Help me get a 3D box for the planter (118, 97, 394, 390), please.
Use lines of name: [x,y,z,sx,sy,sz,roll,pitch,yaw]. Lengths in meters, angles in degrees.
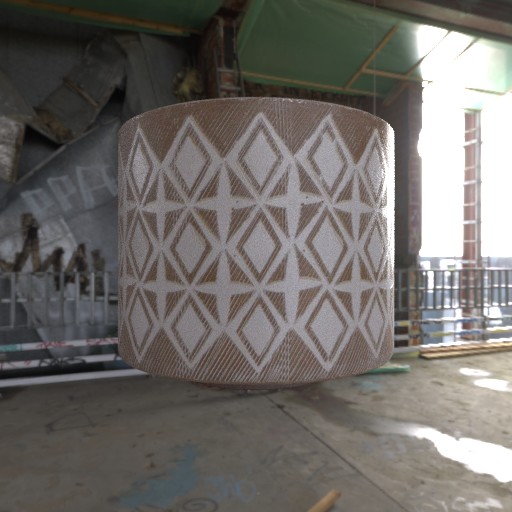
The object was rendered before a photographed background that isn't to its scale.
planter: [0.000,0.000,0.325,0.193,0.165,0.193,0,0,0]
